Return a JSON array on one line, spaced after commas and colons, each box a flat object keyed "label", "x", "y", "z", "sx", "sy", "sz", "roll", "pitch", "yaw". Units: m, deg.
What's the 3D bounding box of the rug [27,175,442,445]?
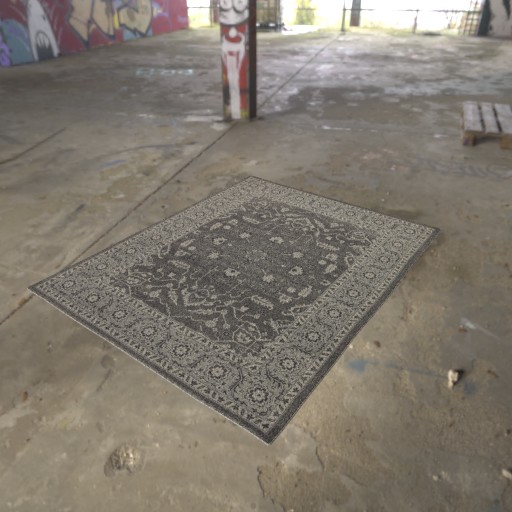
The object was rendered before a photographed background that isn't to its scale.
[{"label": "rug", "x": 0.000, "y": 0.000, "z": 4.074, "sx": 2.451, "sy": 0.026, "sz": 3.069, "roll": 21, "pitch": 38, "yaw": 30}]
